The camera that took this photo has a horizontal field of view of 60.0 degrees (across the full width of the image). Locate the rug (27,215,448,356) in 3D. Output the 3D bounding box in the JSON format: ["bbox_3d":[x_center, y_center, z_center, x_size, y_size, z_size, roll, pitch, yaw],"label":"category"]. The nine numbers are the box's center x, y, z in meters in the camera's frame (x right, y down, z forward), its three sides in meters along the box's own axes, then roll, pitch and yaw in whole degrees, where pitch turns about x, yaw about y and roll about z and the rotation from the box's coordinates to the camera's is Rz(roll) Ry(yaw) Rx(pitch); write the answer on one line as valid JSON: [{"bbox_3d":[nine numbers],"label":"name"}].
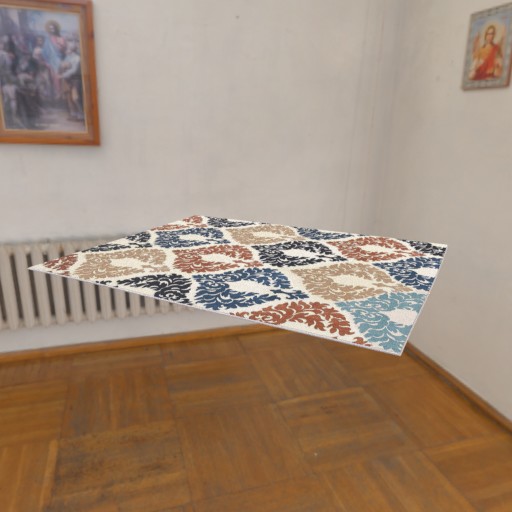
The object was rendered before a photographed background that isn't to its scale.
[{"bbox_3d":[0.000,0.000,4.032,3.040,0.014,2.423,9,19,27],"label":"rug"}]
